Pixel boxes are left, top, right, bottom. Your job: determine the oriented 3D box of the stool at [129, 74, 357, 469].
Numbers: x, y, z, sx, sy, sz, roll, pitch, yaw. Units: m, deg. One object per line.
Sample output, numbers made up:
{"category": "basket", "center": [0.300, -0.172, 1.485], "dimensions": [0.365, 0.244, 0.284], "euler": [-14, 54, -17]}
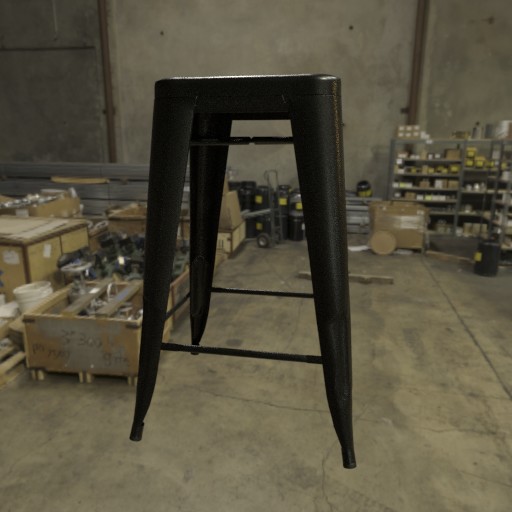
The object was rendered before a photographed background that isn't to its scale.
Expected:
{"category": "stool", "center": [0.000, 0.000, 0.843], "dimensions": [0.399, 0.609, 0.359], "euler": [3, 15, 10]}
